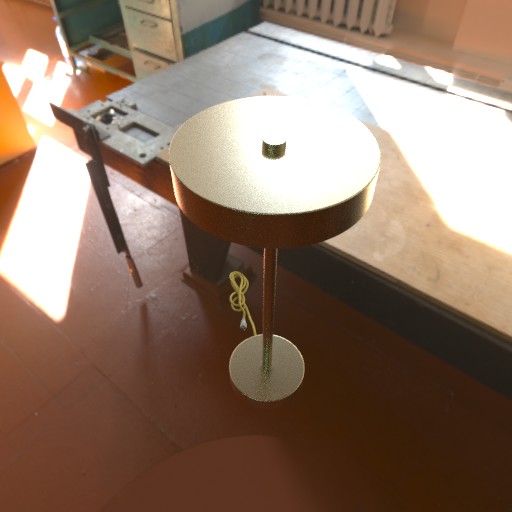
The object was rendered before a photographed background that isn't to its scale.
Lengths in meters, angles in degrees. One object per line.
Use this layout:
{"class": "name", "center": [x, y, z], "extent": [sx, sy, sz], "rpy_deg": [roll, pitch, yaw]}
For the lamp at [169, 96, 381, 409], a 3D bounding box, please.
{"class": "lamp", "center": [0.000, 0.000, 0.707], "extent": [0.229, 0.508, 0.369], "rpy_deg": [-12, 48, -11]}
